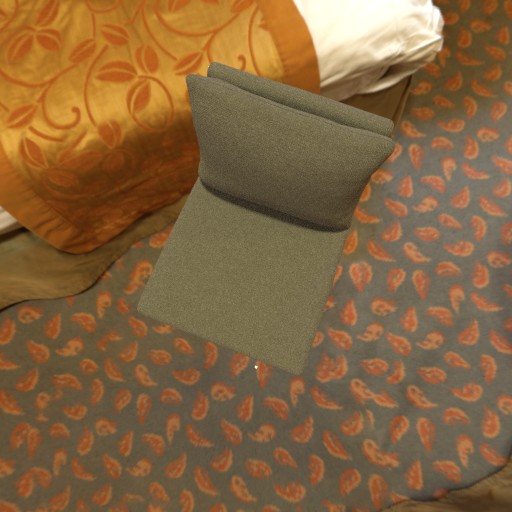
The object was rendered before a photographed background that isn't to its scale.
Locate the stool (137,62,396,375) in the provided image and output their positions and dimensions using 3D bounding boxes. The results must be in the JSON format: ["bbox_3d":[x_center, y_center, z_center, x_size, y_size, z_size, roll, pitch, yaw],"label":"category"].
[{"bbox_3d":[0.000,0.000,1.328,0.463,1.031,0.569,20,77,5],"label":"stool"}]
